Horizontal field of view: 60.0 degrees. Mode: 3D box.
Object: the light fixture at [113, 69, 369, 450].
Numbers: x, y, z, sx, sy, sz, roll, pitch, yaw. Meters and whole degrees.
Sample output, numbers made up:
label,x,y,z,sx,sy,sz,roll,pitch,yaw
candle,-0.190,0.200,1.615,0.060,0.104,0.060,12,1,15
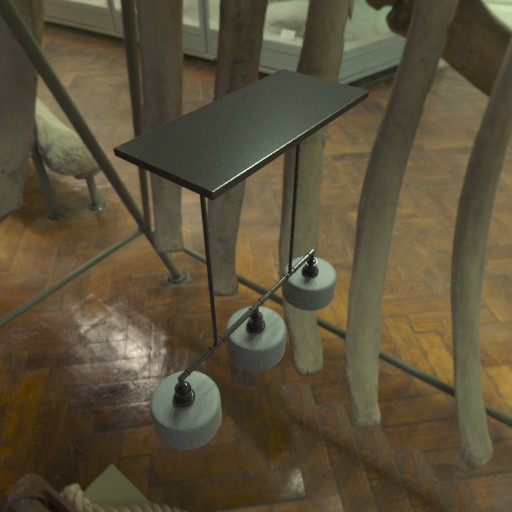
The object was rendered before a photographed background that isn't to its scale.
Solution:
label,x,y,z,sx,sy,sz,roll,pitch,yaw
light fixture,0.000,0.000,0.847,0.177,0.557,0.582,27,48,27
